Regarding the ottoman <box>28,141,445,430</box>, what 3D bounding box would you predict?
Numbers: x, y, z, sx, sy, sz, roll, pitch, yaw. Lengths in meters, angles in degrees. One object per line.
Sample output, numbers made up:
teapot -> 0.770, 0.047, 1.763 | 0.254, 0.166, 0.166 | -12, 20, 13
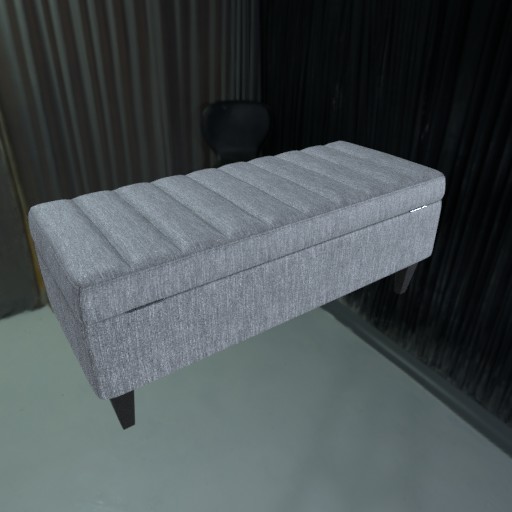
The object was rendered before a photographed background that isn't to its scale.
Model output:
ottoman -> 0.000, 0.000, 1.371 | 1.151, 0.469, 0.482 | -19, 35, -30
